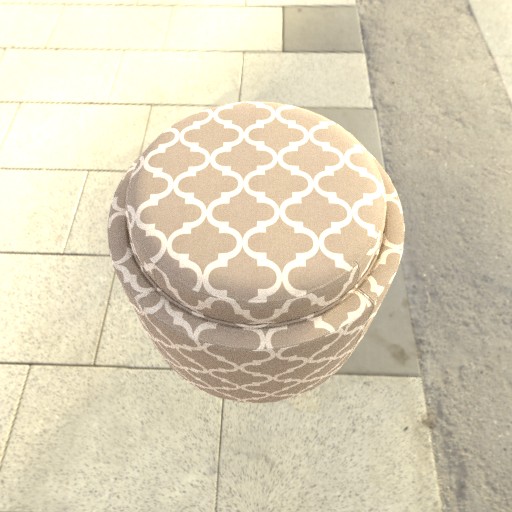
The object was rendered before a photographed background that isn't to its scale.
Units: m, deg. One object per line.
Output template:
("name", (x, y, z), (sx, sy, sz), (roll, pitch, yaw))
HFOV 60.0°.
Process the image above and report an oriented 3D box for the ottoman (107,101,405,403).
("ottoman", (0.000, 0.000, 0.833), (0.480, 0.429, 0.480), (0, 59, 0))
